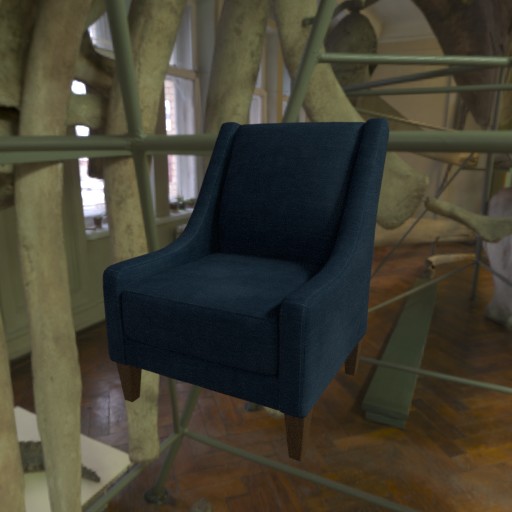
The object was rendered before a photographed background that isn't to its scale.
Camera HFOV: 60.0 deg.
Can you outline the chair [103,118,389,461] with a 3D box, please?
[{"bbox_3d":[0.000,0.000,1.676,0.774,1.014,0.870,7,16,27],"label":"chair"}]
